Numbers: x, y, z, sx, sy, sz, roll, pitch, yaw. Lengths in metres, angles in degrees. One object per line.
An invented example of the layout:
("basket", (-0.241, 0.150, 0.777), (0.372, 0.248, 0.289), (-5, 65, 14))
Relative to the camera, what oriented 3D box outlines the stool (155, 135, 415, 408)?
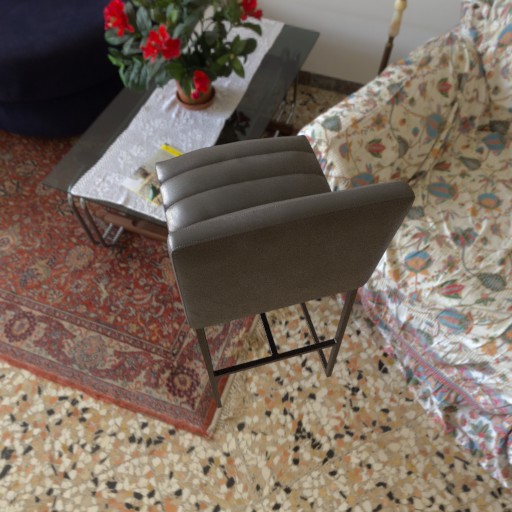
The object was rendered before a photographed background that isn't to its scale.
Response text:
("stool", (0.000, 0.000, 1.321), (0.463, 1.065, 0.562), (-13, 59, -8))
